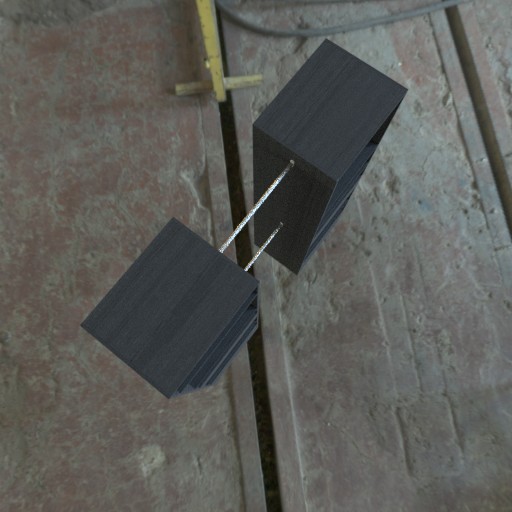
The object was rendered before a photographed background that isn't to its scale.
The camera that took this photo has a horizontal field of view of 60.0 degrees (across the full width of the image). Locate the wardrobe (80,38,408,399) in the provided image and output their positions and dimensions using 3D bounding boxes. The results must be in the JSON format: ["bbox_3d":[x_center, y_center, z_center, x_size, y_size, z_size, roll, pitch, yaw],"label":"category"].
[{"bbox_3d":[0.000,0.000,2.938,0.480,2.000,1.770,36,78,9],"label":"wardrobe"}]
